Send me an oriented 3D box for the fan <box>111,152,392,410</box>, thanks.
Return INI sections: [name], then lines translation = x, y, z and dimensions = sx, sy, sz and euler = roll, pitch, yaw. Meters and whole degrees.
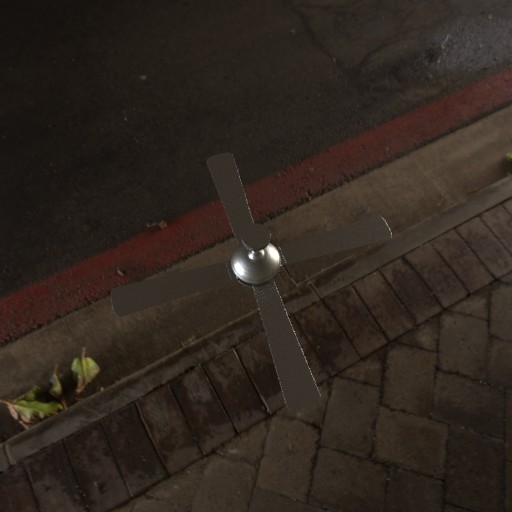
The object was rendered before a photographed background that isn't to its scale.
[fan]
translation = 0.000, 0.000, 2.057
dimensions = 1.321, 0.381, 1.321
euler = 3, 63, 1
